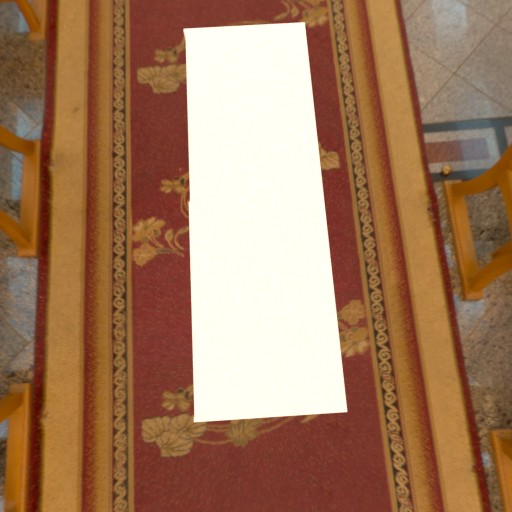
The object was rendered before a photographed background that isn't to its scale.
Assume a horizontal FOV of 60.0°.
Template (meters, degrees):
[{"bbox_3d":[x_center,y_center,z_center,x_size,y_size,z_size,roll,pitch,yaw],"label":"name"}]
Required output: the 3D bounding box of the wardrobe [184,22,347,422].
[{"bbox_3d":[0.000,0.000,2.937,0.600,2.020,1.830,-4,75,-1],"label":"wardrobe"}]
